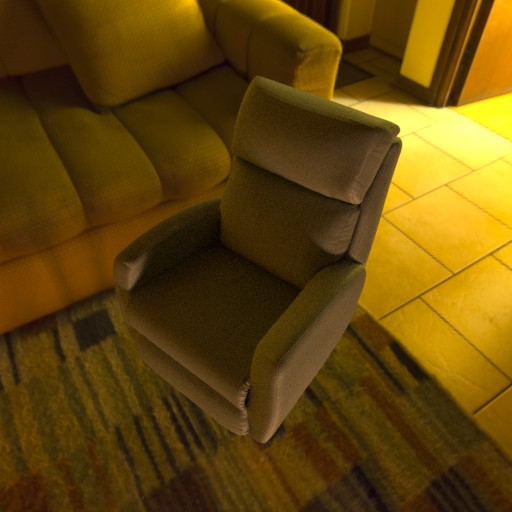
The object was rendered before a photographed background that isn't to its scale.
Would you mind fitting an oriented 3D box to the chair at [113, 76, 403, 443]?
[{"bbox_3d":[0.000,0.000,1.723,0.794,1.016,0.940,29,54,25],"label":"chair"}]
